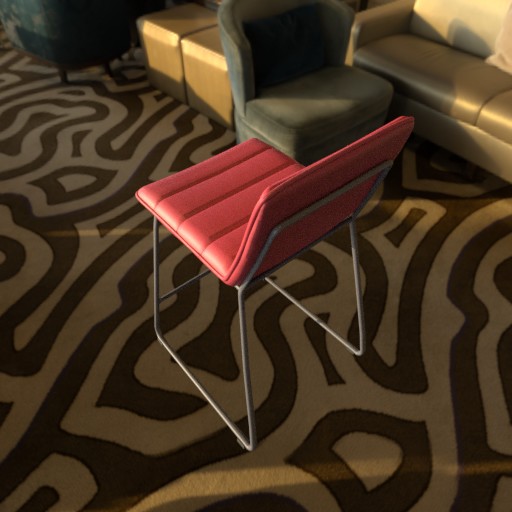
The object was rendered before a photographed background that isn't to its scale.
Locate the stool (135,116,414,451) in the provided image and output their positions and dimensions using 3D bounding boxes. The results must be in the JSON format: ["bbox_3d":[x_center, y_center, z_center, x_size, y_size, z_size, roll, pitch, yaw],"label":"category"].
[{"bbox_3d":[0.000,0.000,1.171,0.489,0.866,0.524,-32,53,-27],"label":"stool"}]
